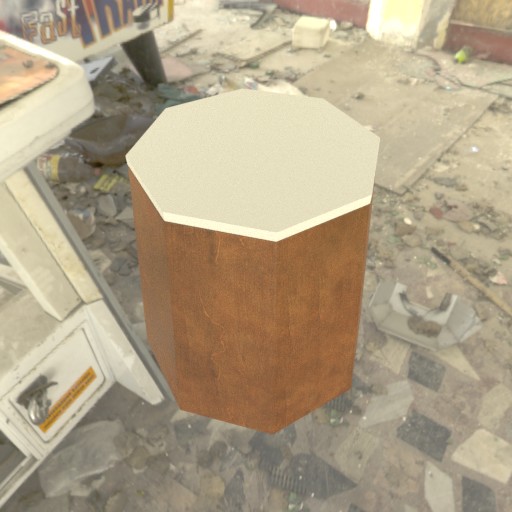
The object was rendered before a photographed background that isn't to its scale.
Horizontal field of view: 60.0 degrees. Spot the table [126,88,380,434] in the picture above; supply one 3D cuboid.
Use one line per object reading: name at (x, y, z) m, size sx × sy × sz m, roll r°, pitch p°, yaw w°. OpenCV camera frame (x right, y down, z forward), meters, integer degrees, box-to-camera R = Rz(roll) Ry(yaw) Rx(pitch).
table at (0.000, 0.000, 0.805) m, size 0.439 × 0.457 × 0.439 m, roll -24°, pitch 50°, yaw -21°
